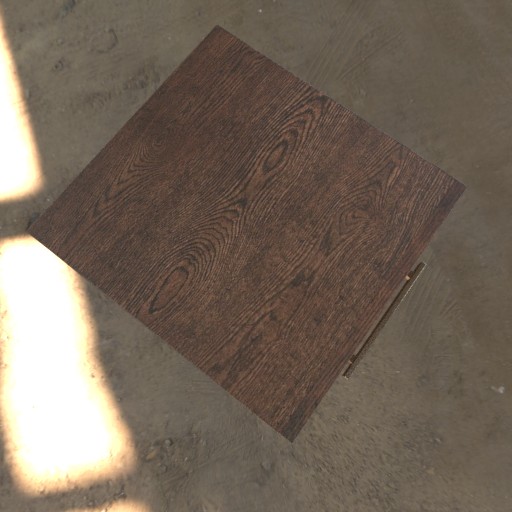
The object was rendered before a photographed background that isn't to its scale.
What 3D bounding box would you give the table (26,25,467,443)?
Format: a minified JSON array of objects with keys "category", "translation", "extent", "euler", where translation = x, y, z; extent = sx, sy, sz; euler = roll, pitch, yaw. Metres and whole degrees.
[{"category":"table","translation":[0.000,0.000,1.016],"extent":[0.566,0.582,0.506],"euler":[36,79,9]}]
